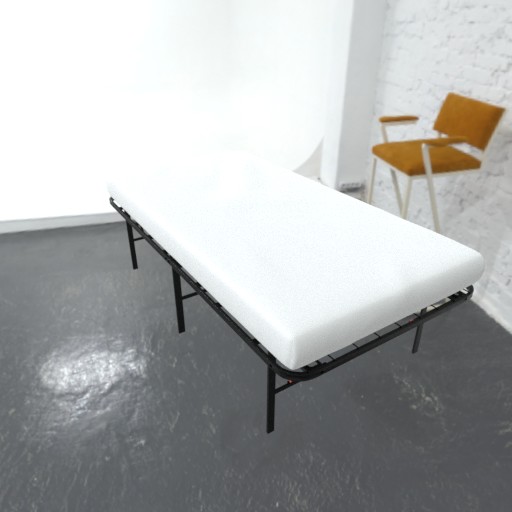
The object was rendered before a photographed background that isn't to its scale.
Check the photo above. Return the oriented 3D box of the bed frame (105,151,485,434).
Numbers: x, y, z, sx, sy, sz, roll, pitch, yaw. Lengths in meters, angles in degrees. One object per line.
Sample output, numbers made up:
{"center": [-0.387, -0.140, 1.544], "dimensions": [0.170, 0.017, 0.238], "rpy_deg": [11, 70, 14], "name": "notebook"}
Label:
{"center": [0.000, 0.000, 2.340], "dimensions": [0.989, 0.619, 1.903], "rpy_deg": [-17, 33, -29], "name": "bed frame"}
